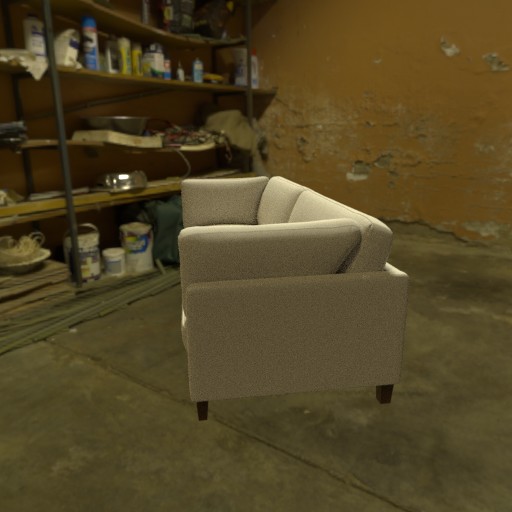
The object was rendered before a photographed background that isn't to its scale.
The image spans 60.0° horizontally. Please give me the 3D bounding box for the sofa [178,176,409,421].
[{"bbox_3d":[0.000,0.000,2.881,0.957,0.863,2.301,-2,15,-9],"label":"sofa"}]
